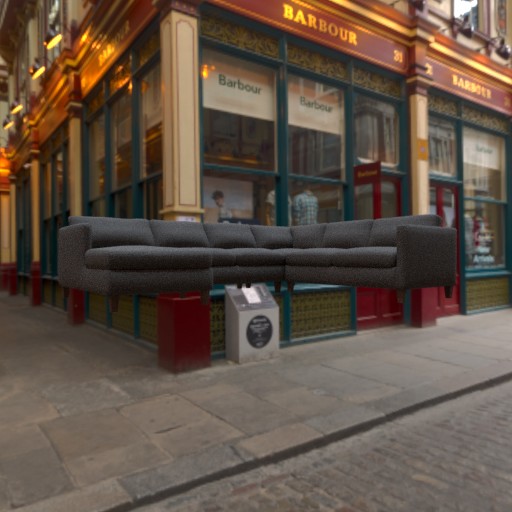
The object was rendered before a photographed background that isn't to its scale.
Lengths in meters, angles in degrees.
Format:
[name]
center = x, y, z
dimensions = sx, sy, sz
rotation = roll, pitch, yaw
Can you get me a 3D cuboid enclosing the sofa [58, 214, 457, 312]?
[sofa]
center = 0.000, 0.000, 4.503
dimensions = 3.238, 0.853, 2.551
rotation = 0, 0, -37
